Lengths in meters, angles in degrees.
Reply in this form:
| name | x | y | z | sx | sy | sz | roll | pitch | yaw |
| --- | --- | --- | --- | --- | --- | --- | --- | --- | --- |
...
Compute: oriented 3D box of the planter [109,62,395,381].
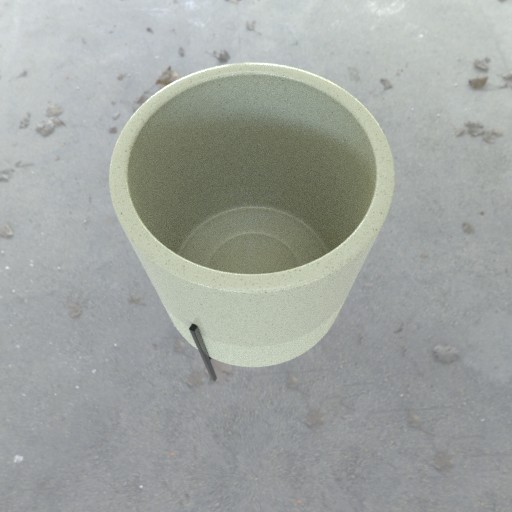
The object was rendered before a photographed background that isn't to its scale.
| name | x | y | z | sx | sy | sz | roll | pitch | yaw |
| --- | --- | --- | --- | --- | --- | --- | --- | --- | --- |
| planter | 0.000 | 0.000 | 0.701 | 0.323 | 0.475 | 0.314 | -2 | 63 | -1 |
